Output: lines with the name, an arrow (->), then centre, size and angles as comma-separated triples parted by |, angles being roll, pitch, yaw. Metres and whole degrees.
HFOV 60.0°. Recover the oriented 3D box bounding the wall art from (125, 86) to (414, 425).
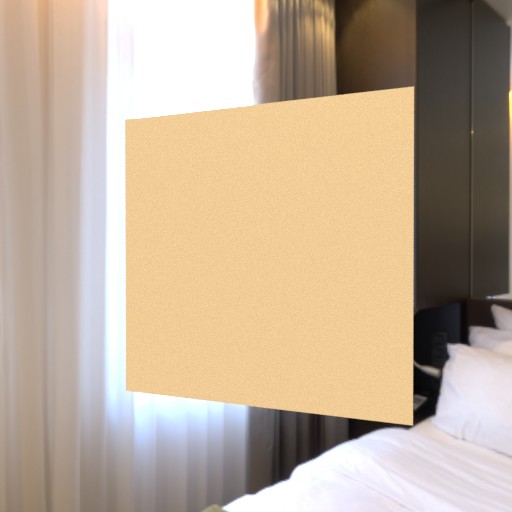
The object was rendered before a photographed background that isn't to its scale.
wall art -> 0.000, 0.000, 0.835 | 0.559, 0.559, 0.028 | 0, 1, 19
